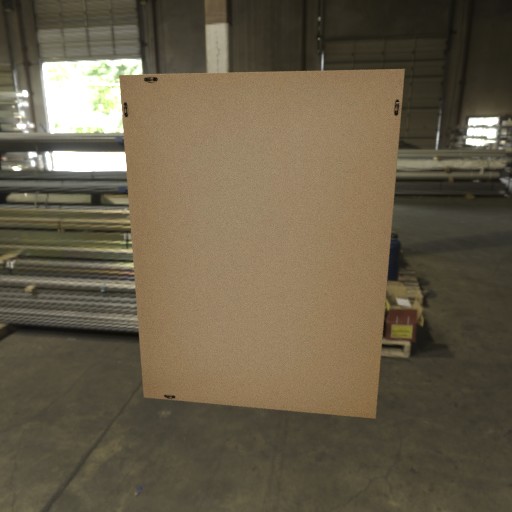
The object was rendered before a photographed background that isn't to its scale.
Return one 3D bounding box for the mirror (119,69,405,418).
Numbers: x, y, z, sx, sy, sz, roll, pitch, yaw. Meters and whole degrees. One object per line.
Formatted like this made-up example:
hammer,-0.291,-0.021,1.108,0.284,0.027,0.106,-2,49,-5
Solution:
mirror,0.000,0.000,1.320,0.762,1.016,0.040,2,16,8
